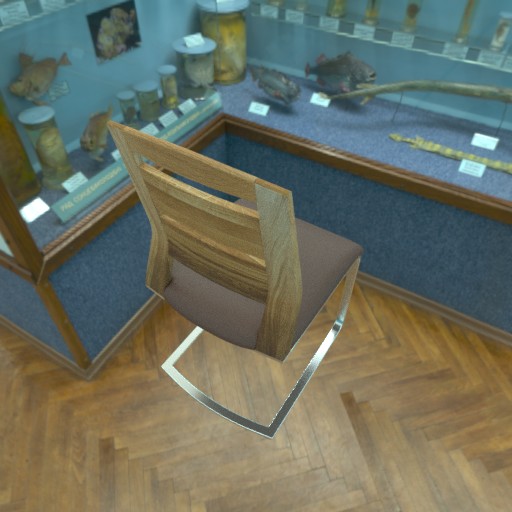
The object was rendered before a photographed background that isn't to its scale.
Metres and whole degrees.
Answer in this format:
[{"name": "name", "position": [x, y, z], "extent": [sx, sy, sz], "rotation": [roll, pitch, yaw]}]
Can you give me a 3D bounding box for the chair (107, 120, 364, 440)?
[{"name": "chair", "position": [0.000, 0.000, 1.269], "extent": [0.460, 0.970, 0.570], "rotation": [25, 51, 22]}]
